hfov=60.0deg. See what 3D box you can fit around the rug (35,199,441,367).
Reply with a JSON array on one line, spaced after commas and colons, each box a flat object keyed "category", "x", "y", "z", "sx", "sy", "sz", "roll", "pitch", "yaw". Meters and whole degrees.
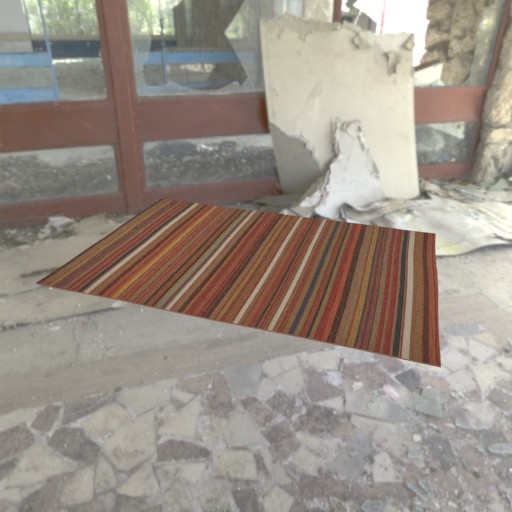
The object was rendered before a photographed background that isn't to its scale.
[{"category": "rug", "x": 0.000, "y": 0.000, "z": 2.366, "sx": 1.828, "sy": 0.007, "sz": 1.217, "roll": 9, "pitch": 29, "yaw": 17}]
